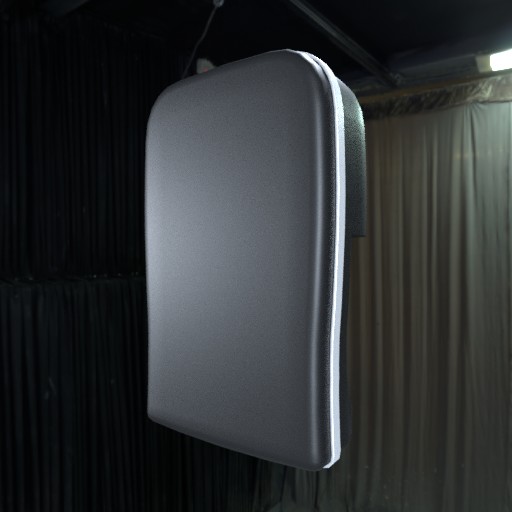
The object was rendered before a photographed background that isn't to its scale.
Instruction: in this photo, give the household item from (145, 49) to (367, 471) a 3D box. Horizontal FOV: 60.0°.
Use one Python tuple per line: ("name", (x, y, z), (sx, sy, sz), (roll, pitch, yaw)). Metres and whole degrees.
("household item", (0.000, 0.000, 0.144), (0.070, 0.114, 0.038), (0, 0, 35))
